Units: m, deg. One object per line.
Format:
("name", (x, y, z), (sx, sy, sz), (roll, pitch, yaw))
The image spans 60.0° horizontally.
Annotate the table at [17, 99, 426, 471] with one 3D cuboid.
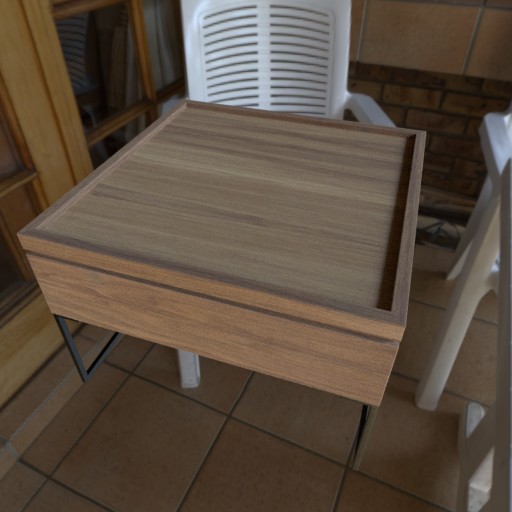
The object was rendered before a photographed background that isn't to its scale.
("table", (0.000, 0.000, 1.104), (0.679, 0.464, 0.676), (12, 42, 14))
